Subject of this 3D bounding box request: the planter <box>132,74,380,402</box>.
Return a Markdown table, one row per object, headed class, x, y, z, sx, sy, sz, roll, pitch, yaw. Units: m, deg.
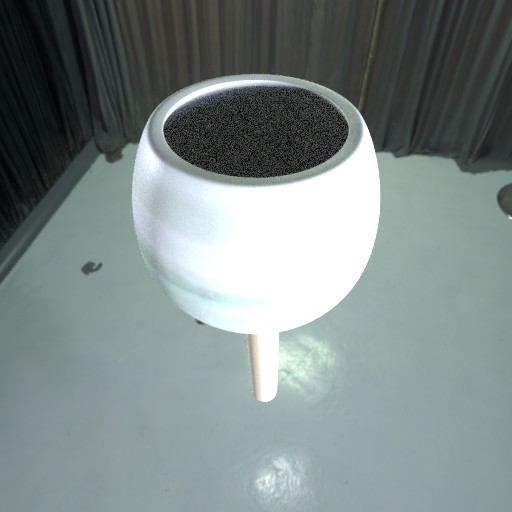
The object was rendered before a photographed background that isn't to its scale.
| class | x | y | z | sx | sy | sz | roll | pitch | yaw |
| --- | --- | --- | --- | --- | --- | --- | --- | --- | --- |
| planter | 0.000 | 0.000 | 0.334 | 0.161 | 0.224 | 0.161 | 0 | 47 | 0 |
